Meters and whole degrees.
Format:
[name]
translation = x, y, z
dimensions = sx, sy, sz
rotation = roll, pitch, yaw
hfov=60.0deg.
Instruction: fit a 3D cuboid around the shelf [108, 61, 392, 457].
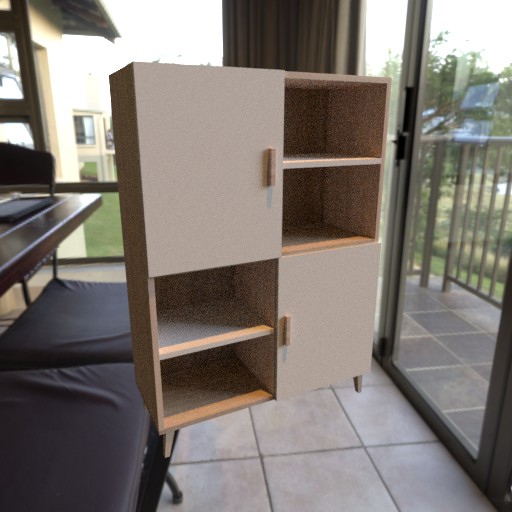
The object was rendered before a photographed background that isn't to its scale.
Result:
[shelf]
translation = 0.000, 0.000, 1.855
dimensions = 0.995, 1.405, 0.434
rotation = -8, 19, -26
